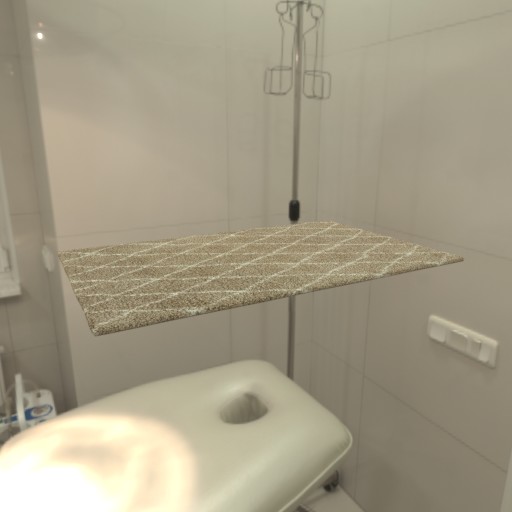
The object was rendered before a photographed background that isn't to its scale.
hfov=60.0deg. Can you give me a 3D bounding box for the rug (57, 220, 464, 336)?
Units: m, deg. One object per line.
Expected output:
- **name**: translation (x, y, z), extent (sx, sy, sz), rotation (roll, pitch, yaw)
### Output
- **rug**: translation (0.000, 0.000, 3.113), extent (2.438, 0.030, 1.524), rotation (-8, 18, -28)
